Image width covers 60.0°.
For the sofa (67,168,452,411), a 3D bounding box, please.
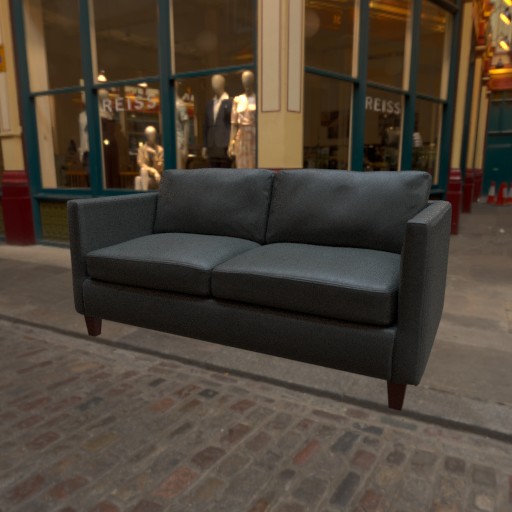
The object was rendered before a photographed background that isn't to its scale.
[{"bbox_3d":[0.000,0.000,2.422,1.883,0.933,0.951,6,13,27],"label":"sofa"}]
